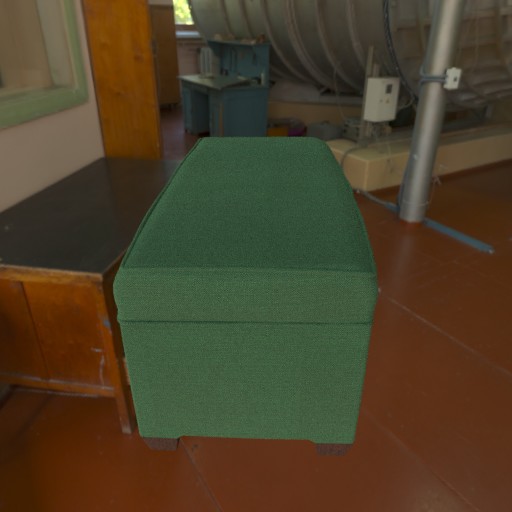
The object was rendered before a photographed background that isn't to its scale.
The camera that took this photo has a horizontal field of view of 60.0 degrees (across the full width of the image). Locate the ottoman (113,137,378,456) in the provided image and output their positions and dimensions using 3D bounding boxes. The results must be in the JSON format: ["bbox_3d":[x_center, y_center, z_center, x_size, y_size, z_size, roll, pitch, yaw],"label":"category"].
[{"bbox_3d":[0.000,0.000,1.215,0.483,0.471,0.957,1,28,2],"label":"ottoman"}]
